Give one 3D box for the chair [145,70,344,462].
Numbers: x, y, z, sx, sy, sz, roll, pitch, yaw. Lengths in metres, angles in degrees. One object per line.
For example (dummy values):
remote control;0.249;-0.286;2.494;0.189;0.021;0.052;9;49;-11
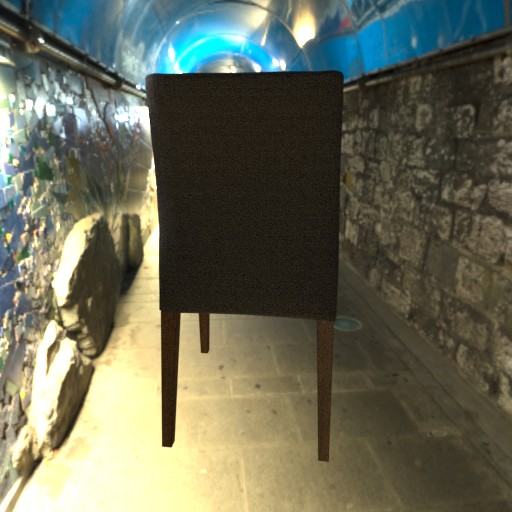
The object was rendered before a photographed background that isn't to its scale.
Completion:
chair;0.000;0.000;1.290;0.496;0.940;0.585;2;16;7
